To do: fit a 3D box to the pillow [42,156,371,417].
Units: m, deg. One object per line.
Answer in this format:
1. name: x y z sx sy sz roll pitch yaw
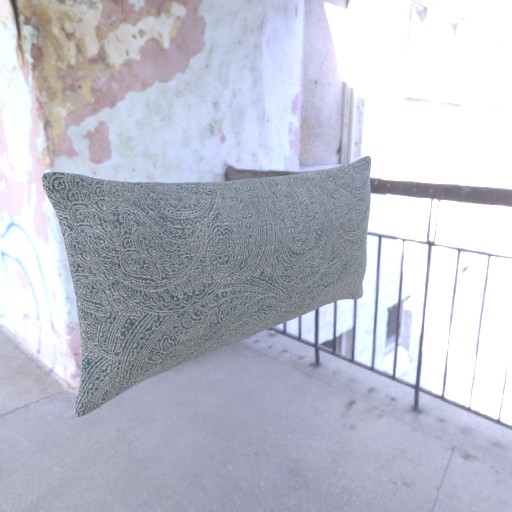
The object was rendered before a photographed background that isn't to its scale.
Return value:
1. pillow: 0.000 0.000 0.703 0.615 0.295 0.151 -14 21 -42
